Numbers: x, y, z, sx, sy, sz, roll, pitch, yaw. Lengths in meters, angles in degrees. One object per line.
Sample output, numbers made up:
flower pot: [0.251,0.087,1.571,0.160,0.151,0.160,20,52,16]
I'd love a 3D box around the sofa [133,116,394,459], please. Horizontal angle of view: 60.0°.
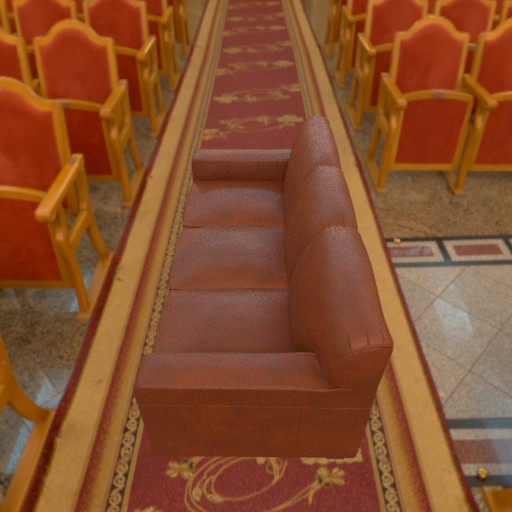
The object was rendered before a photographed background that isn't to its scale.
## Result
sofa: [0.000,0.000,2.571,1.008,0.953,2.039,0,40,0]
